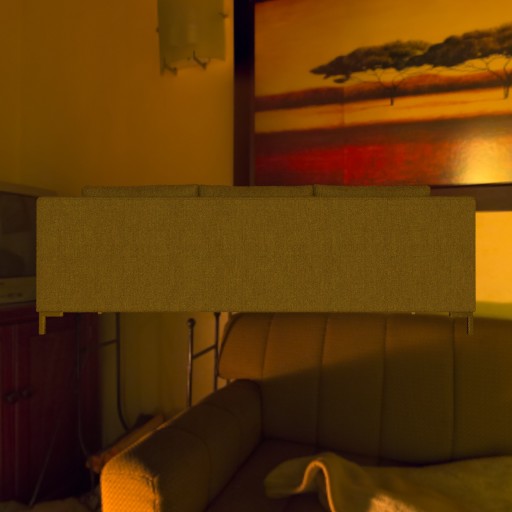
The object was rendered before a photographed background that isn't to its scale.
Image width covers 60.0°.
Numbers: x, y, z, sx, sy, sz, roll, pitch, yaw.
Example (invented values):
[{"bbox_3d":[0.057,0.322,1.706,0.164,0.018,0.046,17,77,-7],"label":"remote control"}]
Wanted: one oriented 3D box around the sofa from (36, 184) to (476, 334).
[{"bbox_3d":[0.000,0.000,2.908,2.415,0.867,0.969,0,0,0],"label":"sofa"}]
